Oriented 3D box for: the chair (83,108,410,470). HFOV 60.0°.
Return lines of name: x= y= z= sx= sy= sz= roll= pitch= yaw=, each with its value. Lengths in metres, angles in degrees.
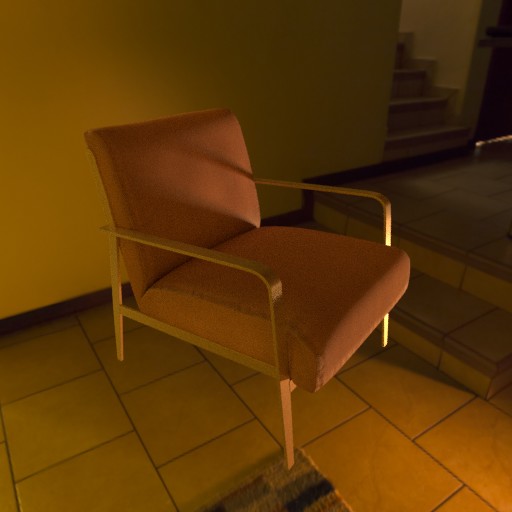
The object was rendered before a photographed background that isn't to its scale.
chair: x=0.000 y=0.000 z=1.459 sx=0.848 sy=0.823 sz=0.701 roll=18 pitch=31 yaw=32
